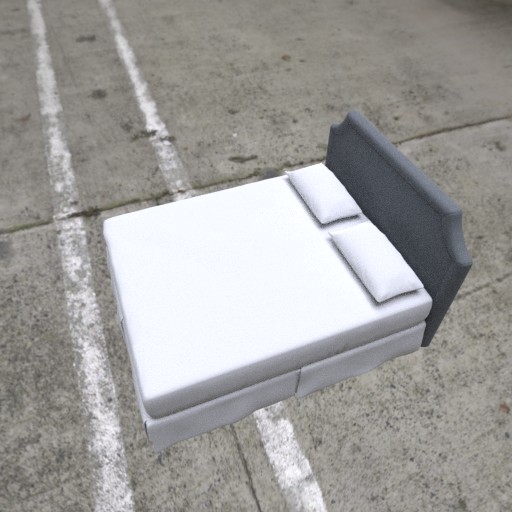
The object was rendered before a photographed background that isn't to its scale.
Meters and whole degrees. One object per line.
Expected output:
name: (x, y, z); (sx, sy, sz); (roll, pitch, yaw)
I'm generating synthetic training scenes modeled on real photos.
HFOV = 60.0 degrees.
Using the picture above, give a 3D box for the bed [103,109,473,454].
bed: (0.000, 0.000, 3.361); (2.259, 1.296, 1.811); (-16, 49, -14)
